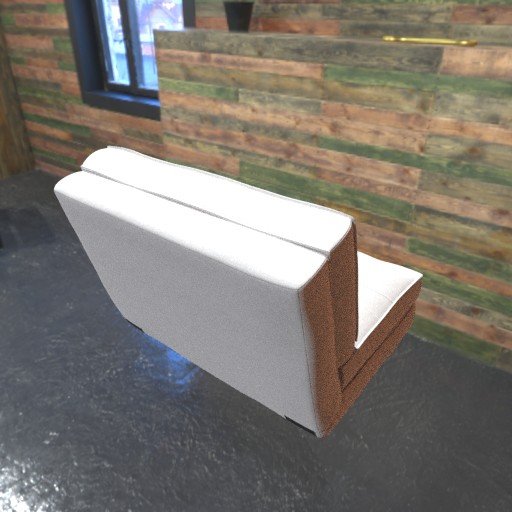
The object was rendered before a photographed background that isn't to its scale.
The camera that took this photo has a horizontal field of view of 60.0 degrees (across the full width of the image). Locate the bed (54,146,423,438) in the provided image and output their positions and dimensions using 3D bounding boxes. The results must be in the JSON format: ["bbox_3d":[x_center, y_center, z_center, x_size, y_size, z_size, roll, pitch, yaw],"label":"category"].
[{"bbox_3d":[0.000,0.000,1.312,0.799,0.614,0.749,21,36,32],"label":"bed"}]
